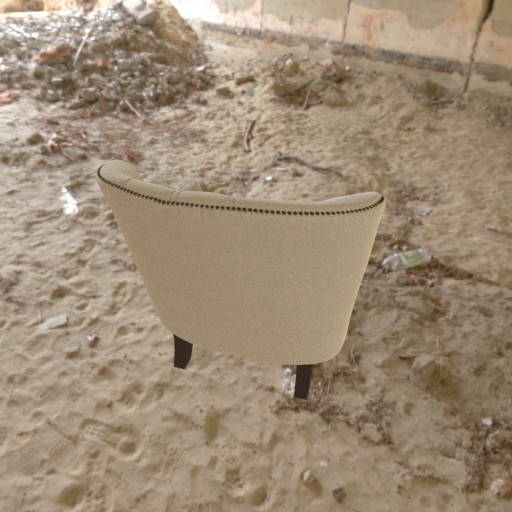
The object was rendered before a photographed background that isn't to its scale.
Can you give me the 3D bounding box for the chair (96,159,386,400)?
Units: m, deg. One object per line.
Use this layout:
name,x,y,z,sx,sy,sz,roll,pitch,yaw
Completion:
chair,0.000,0.000,1.642,0.848,0.868,0.906,10,34,15
